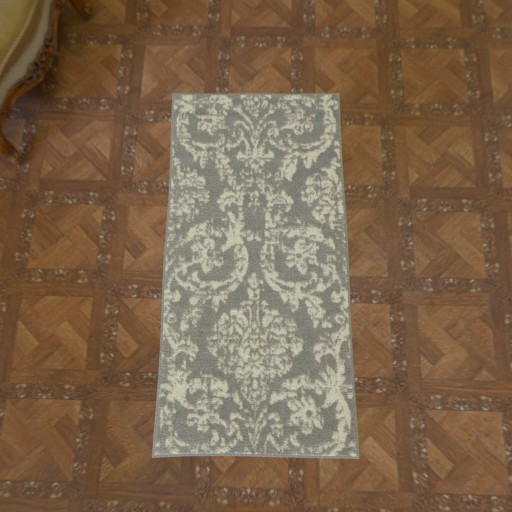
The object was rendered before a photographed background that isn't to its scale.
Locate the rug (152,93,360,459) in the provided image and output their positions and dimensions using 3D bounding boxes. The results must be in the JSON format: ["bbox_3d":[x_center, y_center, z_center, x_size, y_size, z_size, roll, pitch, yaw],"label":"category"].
[{"bbox_3d":[0.000,0.000,1.444,0.604,0.007,1.219,0,75,0],"label":"rug"}]
